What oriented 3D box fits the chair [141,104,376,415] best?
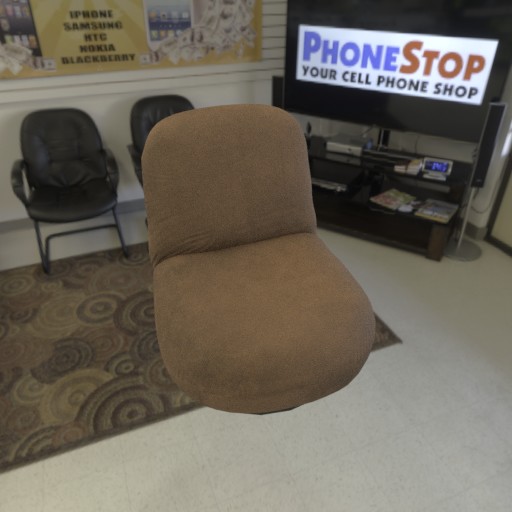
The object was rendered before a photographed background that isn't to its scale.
[{"bbox_3d":[0.000,0.000,1.065,0.521,0.594,0.597,-11,34,-16],"label":"chair"}]
